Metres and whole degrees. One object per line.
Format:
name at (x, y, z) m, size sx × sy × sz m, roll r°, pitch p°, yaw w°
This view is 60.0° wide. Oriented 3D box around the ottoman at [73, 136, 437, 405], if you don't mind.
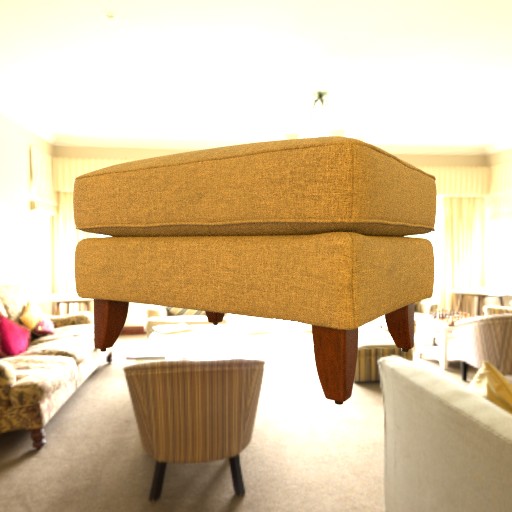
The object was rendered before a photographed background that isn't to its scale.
ottoman at (0.000, 0.000, 1.291) m, size 0.889 × 0.561 × 0.661 m, roll 1°, pitch 2°, yaw 34°
